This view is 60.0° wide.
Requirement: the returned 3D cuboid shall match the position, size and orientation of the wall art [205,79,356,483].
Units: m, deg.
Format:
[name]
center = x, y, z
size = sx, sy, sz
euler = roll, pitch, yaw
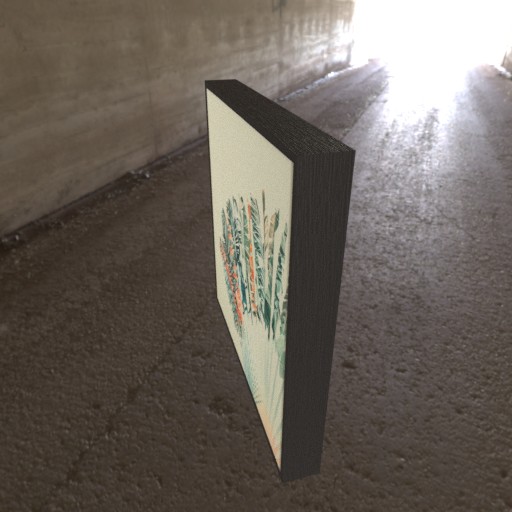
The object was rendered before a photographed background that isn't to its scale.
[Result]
[wall art]
center = 0.000, 0.000, 0.456
size = 0.036, 0.300, 0.302
euler = -8, 30, -14
